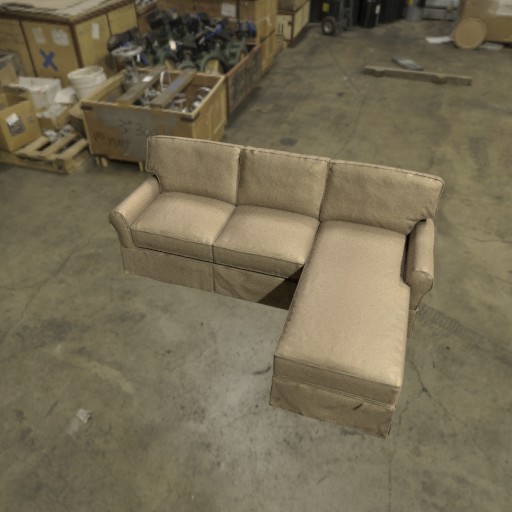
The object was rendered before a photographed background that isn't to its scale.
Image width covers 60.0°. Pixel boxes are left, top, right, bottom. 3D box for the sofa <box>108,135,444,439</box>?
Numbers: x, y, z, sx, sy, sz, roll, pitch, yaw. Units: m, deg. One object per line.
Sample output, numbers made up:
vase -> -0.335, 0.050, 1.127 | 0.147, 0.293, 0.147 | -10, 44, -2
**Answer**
sofa -> 0.000, 0.000, 3.261 | 2.475, 0.978, 1.733 | 12, 41, 14
